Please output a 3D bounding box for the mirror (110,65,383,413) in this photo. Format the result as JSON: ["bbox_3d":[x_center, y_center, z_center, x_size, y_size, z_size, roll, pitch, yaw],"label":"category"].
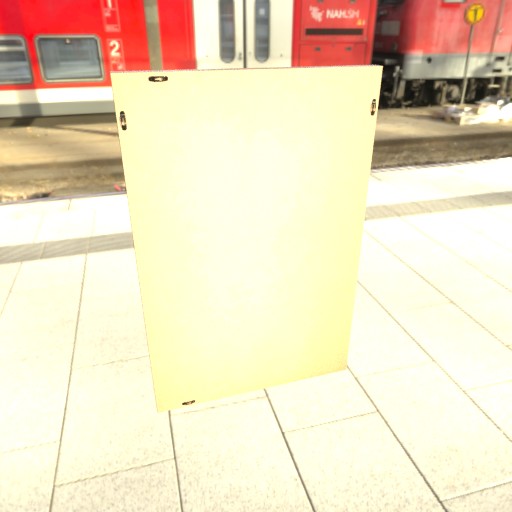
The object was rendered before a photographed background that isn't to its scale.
[{"bbox_3d":[0.000,0.000,1.171,0.609,0.915,0.040,-8,28,-16],"label":"mirror"}]
